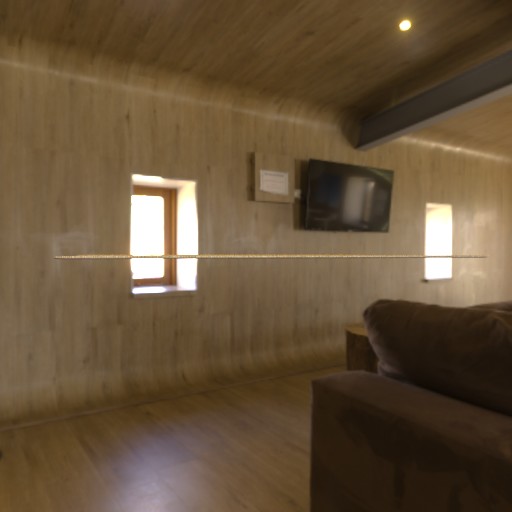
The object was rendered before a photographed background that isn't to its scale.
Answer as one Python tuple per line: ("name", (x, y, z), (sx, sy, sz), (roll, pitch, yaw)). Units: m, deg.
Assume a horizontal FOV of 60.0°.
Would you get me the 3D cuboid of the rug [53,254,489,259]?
("rug", (0.000, 0.000, 5.087), (3.935, 0.025, 2.782), (0, 0, -18))
